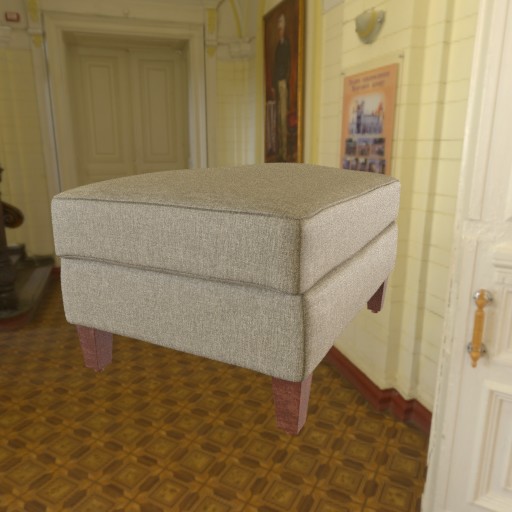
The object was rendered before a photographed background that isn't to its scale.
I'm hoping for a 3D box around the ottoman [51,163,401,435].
[{"bbox_3d":[0.000,0.000,1.241,0.639,0.494,0.873,7,16,27],"label":"ottoman"}]
